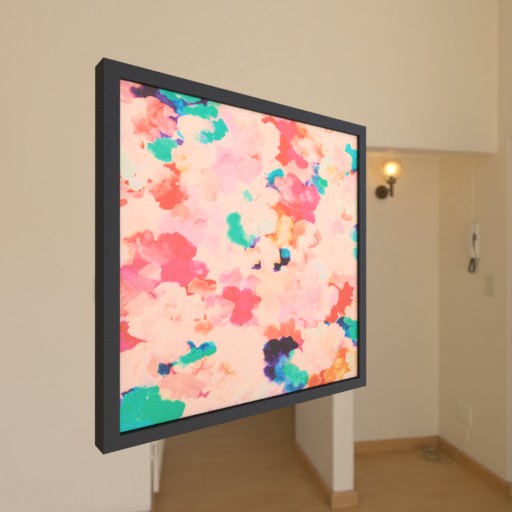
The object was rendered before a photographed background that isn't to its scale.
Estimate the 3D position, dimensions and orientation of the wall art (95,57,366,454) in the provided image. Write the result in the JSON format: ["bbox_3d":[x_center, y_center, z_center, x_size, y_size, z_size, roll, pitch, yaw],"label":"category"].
[{"bbox_3d":[0.000,0.000,0.725,0.506,0.503,0.036,0,0,-36],"label":"wall art"}]
